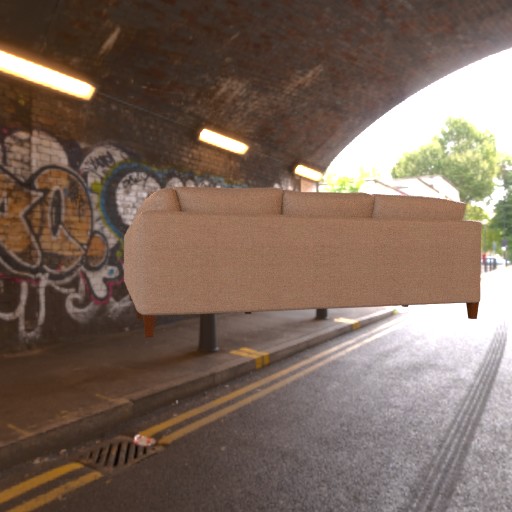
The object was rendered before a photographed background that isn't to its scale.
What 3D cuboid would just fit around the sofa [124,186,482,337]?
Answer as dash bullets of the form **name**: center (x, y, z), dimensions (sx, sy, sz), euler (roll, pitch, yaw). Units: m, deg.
- **sofa**: center (0.000, 0.000, 4.628), dimensions (2.594, 0.961, 3.460), euler (0, 0, -18)
